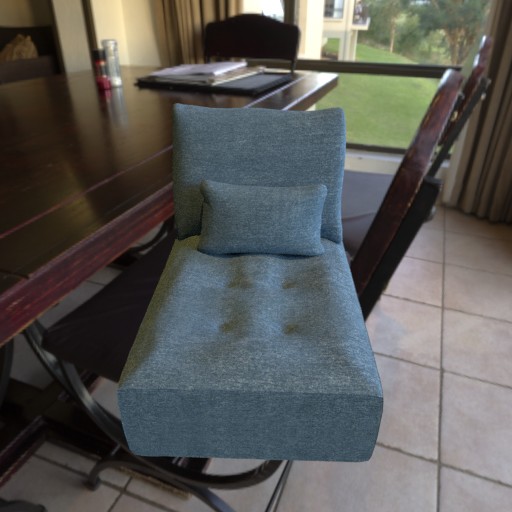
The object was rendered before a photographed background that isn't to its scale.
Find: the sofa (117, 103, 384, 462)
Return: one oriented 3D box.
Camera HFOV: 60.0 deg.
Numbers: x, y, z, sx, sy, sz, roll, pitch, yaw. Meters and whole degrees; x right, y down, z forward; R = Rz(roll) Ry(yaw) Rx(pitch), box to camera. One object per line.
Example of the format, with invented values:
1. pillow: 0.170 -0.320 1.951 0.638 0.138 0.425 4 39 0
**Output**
1. sofa: 0.000 0.000 1.511 0.700 0.820 1.000 1 31 2
